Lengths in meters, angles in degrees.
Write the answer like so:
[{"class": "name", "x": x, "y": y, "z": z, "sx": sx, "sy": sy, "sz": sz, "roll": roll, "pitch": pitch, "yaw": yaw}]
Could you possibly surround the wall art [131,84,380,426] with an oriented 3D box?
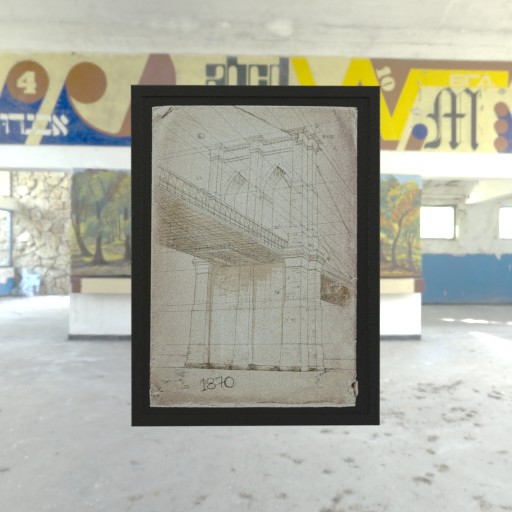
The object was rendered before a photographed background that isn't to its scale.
[{"class": "wall art", "x": 0.000, "y": 0.000, "z": 1.265, "sx": 0.707, "sy": 0.967, "sz": 0.013, "roll": 0, "pitch": 0, "yaw": -1}]
